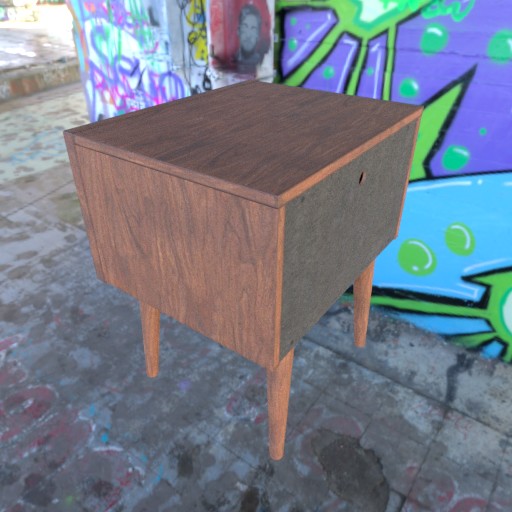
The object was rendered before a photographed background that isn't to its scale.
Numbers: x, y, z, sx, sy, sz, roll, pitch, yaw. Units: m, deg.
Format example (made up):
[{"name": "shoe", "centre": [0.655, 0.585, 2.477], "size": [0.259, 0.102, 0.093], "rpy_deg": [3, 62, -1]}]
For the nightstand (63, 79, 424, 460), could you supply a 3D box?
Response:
[{"name": "nightstand", "centre": [0.000, 0.000, 0.976], "size": [0.445, 0.607, 0.521], "rpy_deg": [22, 38, 30]}]
